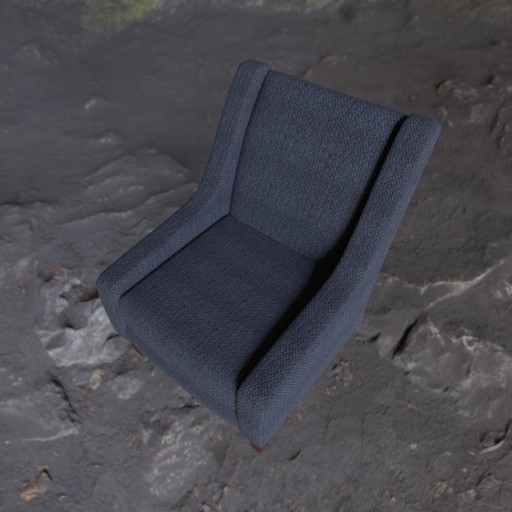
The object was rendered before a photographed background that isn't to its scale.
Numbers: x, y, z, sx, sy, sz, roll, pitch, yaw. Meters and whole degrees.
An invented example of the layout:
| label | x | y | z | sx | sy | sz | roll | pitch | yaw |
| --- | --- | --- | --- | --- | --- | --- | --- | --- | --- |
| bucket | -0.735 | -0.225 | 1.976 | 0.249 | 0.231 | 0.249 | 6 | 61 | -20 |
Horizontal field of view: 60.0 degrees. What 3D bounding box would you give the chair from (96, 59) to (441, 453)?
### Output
| label | x | y | z | sx | sy | sz | roll | pitch | yaw |
| --- | --- | --- | --- | --- | --- | --- | --- | --- | --- |
| chair | 0.000 | 0.000 | 1.674 | 0.793 | 1.012 | 0.944 | 30 | 53 | 26 |
